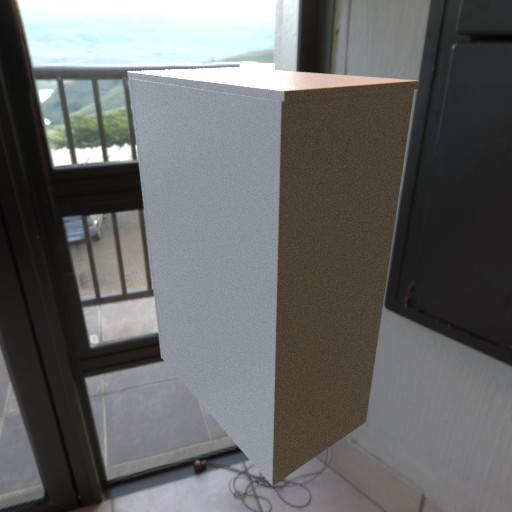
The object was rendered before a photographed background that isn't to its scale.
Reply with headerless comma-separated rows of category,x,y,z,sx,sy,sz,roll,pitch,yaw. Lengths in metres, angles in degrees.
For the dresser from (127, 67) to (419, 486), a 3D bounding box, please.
dresser,0.000,0.000,1.350,0.401,1.021,0.704,-18,31,-33
